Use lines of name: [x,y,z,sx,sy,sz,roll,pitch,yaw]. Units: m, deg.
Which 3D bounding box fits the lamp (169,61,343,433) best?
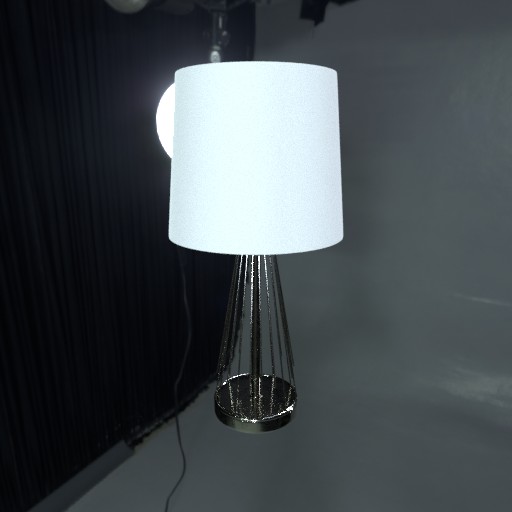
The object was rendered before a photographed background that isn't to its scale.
lamp: [0.000,0.000,0.795,0.303,0.618,0.303,0,15,0]
